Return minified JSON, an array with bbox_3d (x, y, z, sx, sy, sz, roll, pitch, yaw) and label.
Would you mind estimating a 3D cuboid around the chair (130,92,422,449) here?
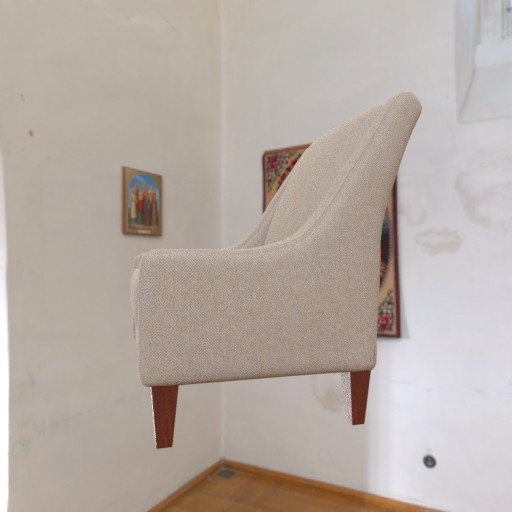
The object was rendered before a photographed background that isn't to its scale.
[{"bbox_3d":[0.000,0.000,1.602,0.870,1.014,0.774,0,-1,-17],"label":"chair"}]
